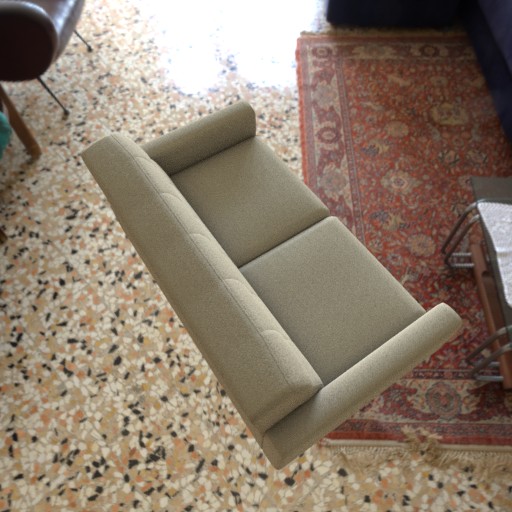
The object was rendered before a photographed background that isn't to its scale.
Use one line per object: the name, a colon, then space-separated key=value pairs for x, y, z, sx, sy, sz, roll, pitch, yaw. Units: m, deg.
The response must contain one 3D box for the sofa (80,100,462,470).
sofa: x=0.000 y=0.000 z=2.162 sx=0.980 sy=0.892 sz=1.655 roll=-30 pitch=63 yaw=-17
